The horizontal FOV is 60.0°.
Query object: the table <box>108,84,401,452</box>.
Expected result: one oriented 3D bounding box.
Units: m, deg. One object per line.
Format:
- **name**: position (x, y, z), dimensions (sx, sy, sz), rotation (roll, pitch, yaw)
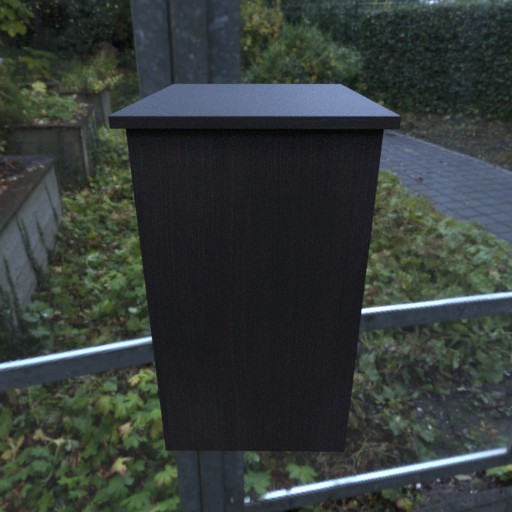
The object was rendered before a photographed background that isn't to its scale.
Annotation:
- **table**: position (0.000, 0.000, 0.928), dimensions (0.381, 0.635, 0.480), rotation (0, 26, 0)
